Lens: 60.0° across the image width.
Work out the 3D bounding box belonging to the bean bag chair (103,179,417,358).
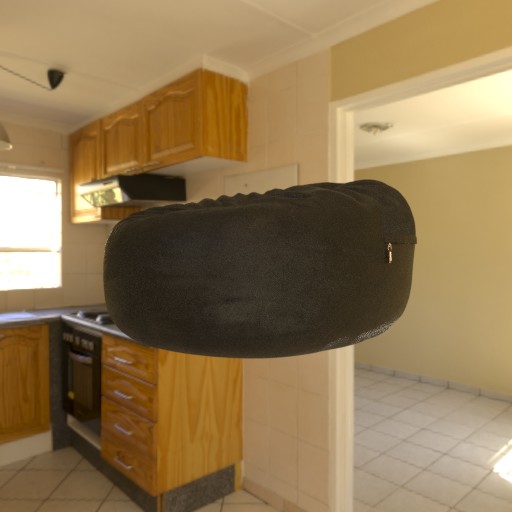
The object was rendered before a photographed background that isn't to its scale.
[{"bbox_3d":[0.000,0.000,2.372,1.524,0.878,1.524,0,1,37],"label":"bean bag chair"}]
